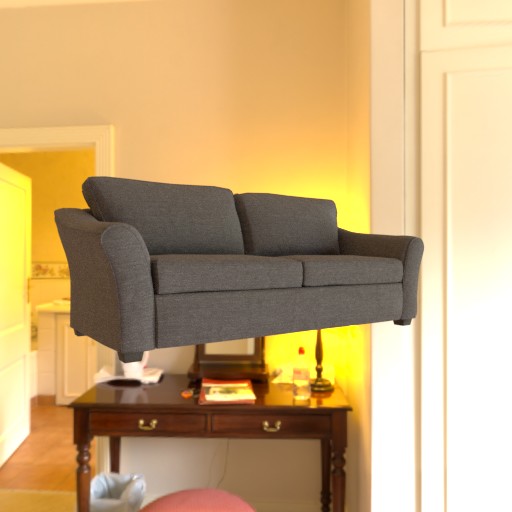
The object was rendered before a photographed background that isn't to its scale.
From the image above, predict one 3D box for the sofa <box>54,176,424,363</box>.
[{"bbox_3d":[0.000,0.000,2.856,2.270,0.950,0.971,0,0,-34],"label":"sofa"}]
